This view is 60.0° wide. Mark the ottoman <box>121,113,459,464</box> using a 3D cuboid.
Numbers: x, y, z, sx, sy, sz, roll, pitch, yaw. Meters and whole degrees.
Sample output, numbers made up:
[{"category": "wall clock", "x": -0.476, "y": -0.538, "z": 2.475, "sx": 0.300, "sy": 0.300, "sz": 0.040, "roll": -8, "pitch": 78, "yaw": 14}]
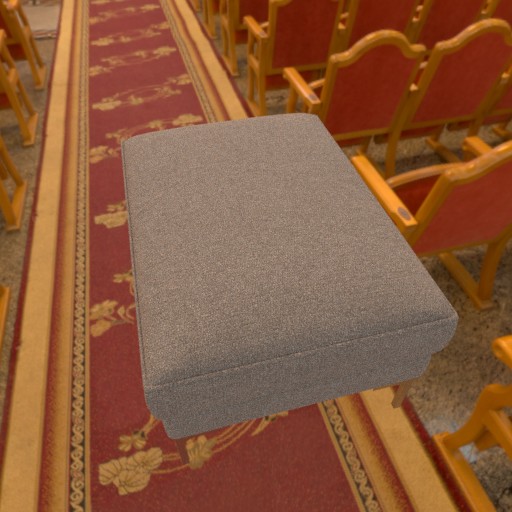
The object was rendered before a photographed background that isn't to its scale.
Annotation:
[{"category": "ottoman", "x": 0.000, "y": 0.000, "z": 1.129, "sx": 0.583, "sy": 0.464, "sz": 0.785, "roll": -11, "pitch": 47, "yaw": -10}]
